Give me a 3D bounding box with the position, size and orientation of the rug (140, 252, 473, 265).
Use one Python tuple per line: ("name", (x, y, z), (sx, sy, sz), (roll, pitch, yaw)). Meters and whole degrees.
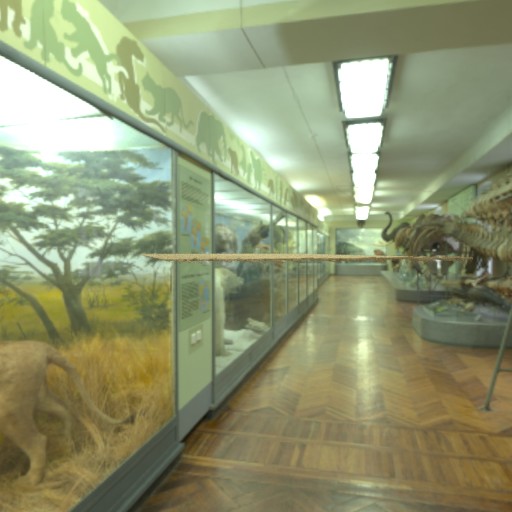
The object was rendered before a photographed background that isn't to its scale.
("rug", (0.000, 0.000, 2.582), (1.224, 0.027, 2.085), (0, 1, -17))
